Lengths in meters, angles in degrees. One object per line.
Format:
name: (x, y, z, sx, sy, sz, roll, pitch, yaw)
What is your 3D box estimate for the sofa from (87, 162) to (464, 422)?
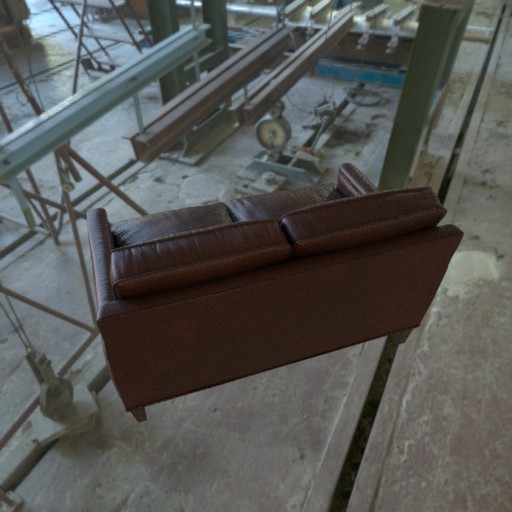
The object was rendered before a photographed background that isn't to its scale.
sofa: (0.000, 0.000, 2.286, 1.628, 1.003, 1.083, -13, 43, -14)
